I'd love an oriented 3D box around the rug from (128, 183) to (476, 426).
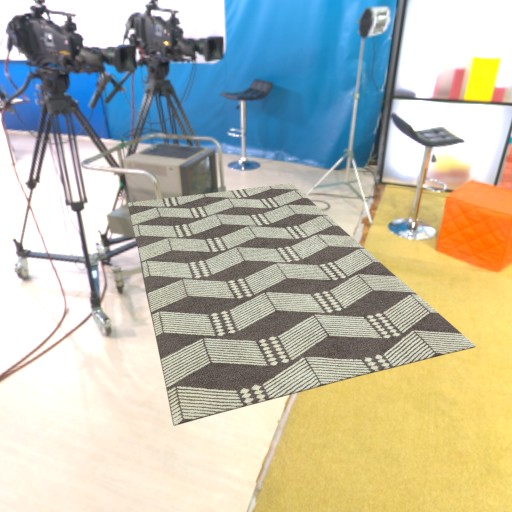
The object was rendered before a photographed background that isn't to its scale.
[{"bbox_3d":[0.000,0.000,3.016,1.517,0.011,2.435,-9,31,-16],"label":"rug"}]
